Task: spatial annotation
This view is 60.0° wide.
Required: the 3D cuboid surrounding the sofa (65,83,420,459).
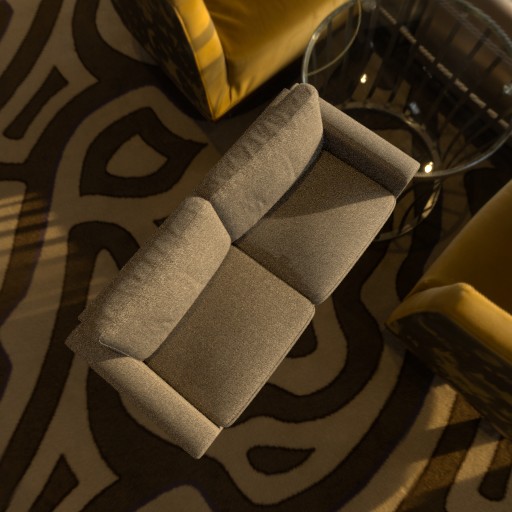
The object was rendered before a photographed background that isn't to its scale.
[{"bbox_3d":[0.000,0.000,2.731,1.016,0.873,2.179,37,77,10],"label":"sofa"}]
